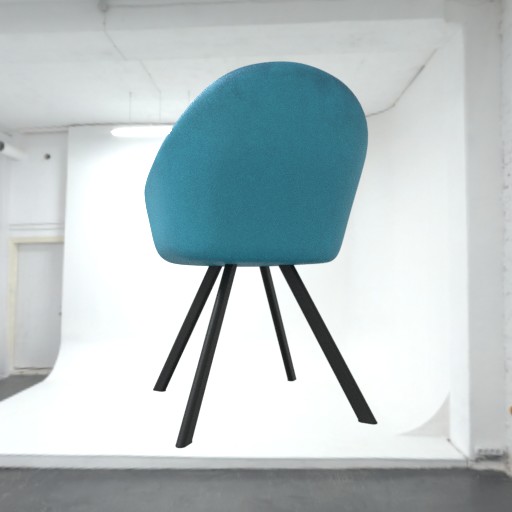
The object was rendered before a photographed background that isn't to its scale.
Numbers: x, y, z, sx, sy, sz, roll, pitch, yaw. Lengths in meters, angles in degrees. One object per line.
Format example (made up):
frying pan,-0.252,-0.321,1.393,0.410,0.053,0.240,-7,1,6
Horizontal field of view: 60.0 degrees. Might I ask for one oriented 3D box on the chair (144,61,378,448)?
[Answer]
chair,0.000,0.000,1.148,0.540,0.780,0.570,1,-3,-18
